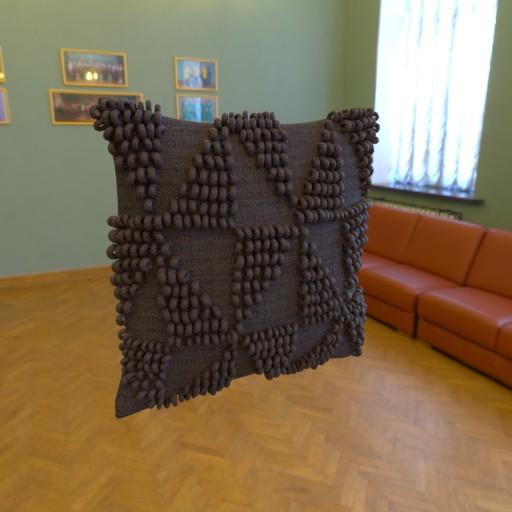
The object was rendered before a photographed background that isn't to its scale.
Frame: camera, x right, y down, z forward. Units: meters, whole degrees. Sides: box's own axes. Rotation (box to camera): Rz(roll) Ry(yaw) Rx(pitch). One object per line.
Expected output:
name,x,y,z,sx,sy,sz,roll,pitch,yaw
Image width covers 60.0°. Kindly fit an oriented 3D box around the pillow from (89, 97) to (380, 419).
pillow,0.000,0.000,0.712,0.470,0.467,0.172,-7,16,-26
